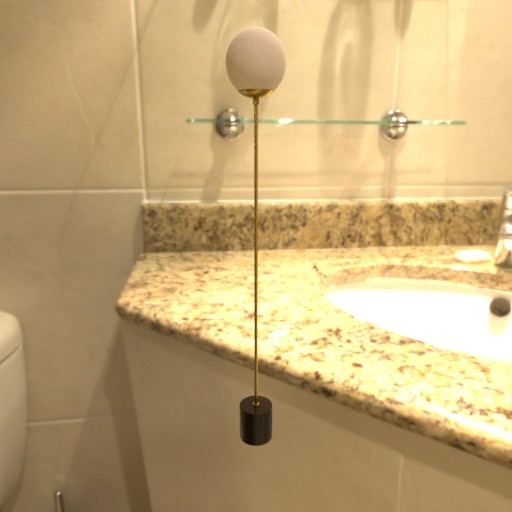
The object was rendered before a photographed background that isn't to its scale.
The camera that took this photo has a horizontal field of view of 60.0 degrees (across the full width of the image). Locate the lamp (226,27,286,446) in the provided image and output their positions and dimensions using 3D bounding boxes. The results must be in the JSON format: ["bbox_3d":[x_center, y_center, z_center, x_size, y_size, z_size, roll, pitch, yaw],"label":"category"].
[{"bbox_3d":[0.000,0.000,1.863,0.229,1.748,0.229,-14,21,-43],"label":"lamp"}]
